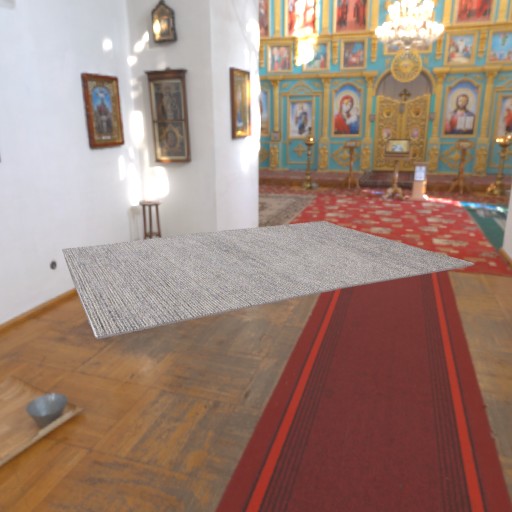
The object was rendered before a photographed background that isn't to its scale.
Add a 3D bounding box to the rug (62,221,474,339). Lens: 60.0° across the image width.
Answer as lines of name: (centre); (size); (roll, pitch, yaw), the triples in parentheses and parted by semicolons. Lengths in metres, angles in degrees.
rug: (0.000, 0.000, 2.994); (2.307, 0.030, 1.604); (-8, 17, -26)
